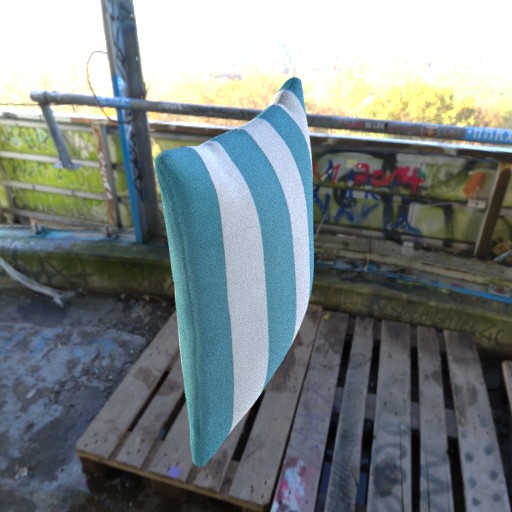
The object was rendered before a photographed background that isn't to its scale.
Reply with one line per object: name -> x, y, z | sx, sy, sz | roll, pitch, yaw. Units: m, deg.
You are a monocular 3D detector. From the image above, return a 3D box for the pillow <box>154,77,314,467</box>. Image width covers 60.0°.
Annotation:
pillow -> 0.000, 0.000, 0.784 | 0.189, 0.526, 0.536 | 10, 32, 16
